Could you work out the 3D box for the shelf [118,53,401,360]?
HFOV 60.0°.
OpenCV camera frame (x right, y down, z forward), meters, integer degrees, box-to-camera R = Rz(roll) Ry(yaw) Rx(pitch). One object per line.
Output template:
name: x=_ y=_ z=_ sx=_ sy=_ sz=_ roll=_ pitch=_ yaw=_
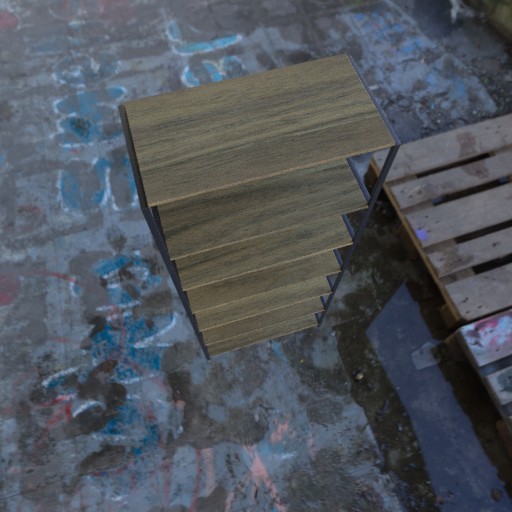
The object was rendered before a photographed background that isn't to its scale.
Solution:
shelf: x=0.000 y=0.000 z=2.357 sx=0.847 sy=2.015 sz=0.431 roll=-15 pitch=65 yaw=-7
